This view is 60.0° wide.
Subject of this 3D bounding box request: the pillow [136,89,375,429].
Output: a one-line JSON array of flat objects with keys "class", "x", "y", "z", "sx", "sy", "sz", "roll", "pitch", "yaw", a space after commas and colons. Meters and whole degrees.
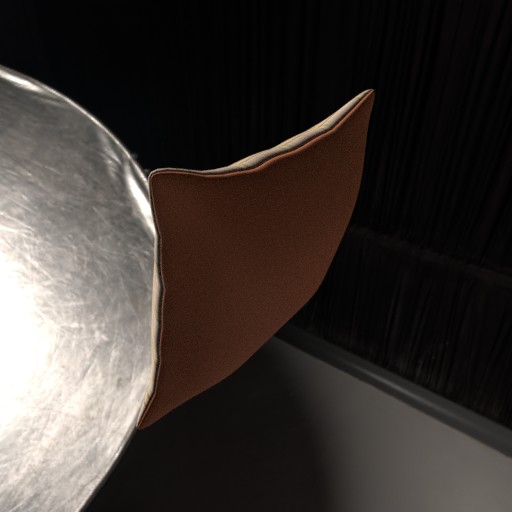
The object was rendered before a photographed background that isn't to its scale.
[{"class": "pillow", "x": 0.000, "y": 0.000, "z": 0.672, "sx": 0.200, "sy": 0.430, "sz": 0.453, "roll": 21, "pitch": 38, "yaw": 31}]
